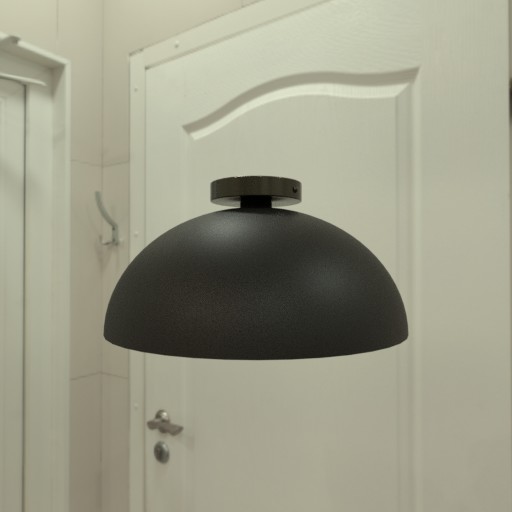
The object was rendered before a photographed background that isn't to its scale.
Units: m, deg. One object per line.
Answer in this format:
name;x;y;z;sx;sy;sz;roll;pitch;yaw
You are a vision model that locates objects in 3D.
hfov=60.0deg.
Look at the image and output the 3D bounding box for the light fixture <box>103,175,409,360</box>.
light fixture;0.000;0.000;0.546;0.355;0.177;0.355;0;-1;0
